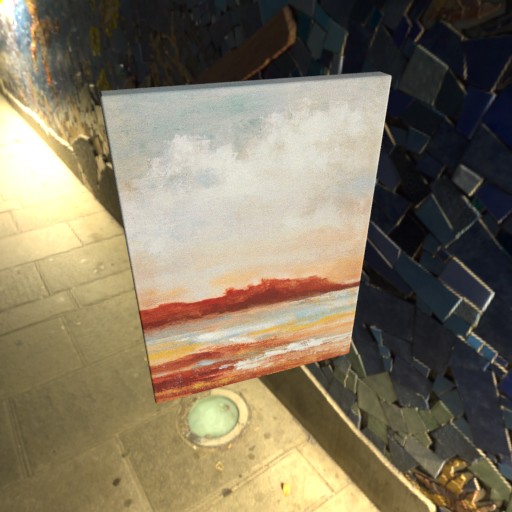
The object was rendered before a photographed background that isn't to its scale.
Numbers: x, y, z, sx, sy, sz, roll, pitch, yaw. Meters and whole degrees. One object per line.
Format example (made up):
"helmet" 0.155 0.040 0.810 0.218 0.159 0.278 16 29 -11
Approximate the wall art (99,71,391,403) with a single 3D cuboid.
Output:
"wall art" 0.000 0.000 0.814 0.443 0.605 0.035 -10 34 -16
